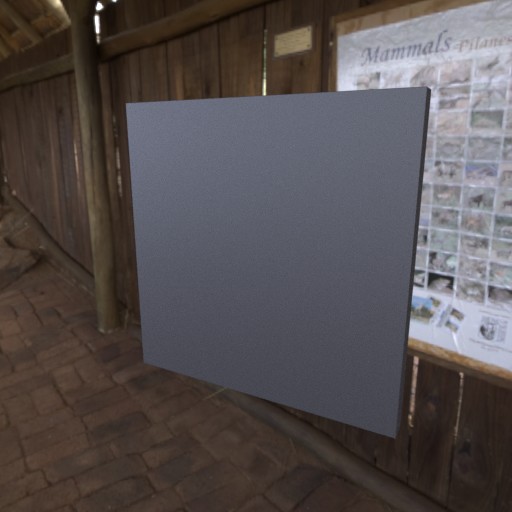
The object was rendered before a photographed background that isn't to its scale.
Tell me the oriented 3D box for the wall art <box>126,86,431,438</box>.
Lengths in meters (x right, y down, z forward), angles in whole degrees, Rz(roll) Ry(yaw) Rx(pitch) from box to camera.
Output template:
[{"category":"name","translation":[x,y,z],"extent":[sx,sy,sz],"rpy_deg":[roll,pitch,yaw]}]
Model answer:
[{"category":"wall art","translation":[0.000,0.000,0.749],"extent":[0.507,0.507,0.038],"rpy_deg":[8,16,28]}]
